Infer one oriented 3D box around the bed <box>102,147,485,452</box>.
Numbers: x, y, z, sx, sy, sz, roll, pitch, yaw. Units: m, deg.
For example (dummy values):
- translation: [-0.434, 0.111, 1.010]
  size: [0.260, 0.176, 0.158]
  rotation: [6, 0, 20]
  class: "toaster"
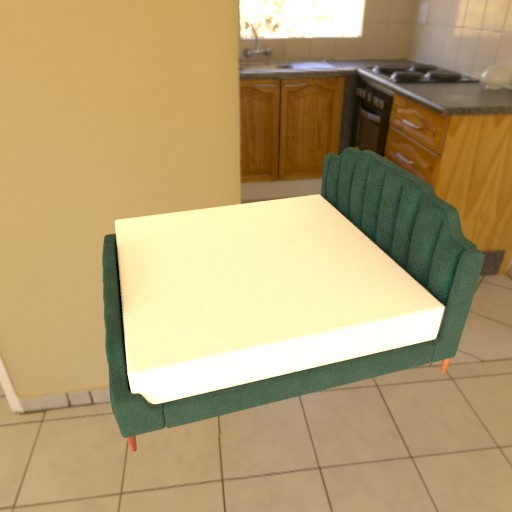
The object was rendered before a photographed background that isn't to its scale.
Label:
- translation: [0.000, 0.000, 3.475]
  size: [2.340, 1.245, 2.074]
  rotation: [-9, 32, -15]
  class: "bed"
